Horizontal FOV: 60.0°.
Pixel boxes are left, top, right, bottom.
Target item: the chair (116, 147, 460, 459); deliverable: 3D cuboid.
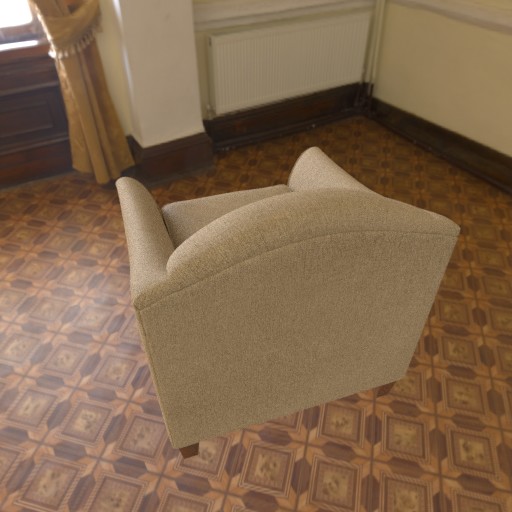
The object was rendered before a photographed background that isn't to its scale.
[{"bbox_3d":[0.000,0.000,1.404,0.763,0.839,0.787,-12,42,-14],"label":"chair"}]
